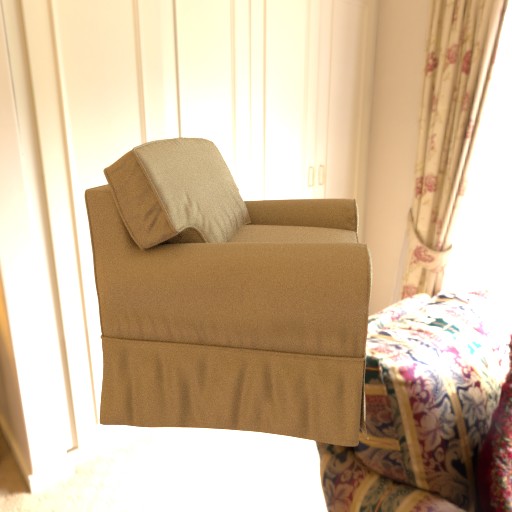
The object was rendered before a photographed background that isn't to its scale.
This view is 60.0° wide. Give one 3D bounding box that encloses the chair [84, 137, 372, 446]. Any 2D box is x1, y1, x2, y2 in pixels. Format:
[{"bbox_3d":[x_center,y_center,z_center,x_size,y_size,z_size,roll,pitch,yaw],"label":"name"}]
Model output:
[{"bbox_3d":[0.000,0.000,1.814,0.903,0.937,1.096,3,16,10],"label":"chair"}]
